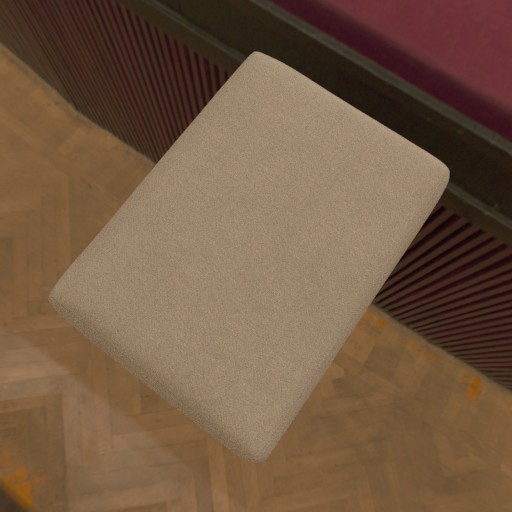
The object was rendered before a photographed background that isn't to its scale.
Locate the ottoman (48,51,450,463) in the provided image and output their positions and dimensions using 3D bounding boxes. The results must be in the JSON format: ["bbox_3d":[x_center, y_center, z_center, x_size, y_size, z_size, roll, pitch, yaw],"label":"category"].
[{"bbox_3d":[0.000,0.000,1.140,0.569,0.499,0.773,35,79,8],"label":"ottoman"}]
